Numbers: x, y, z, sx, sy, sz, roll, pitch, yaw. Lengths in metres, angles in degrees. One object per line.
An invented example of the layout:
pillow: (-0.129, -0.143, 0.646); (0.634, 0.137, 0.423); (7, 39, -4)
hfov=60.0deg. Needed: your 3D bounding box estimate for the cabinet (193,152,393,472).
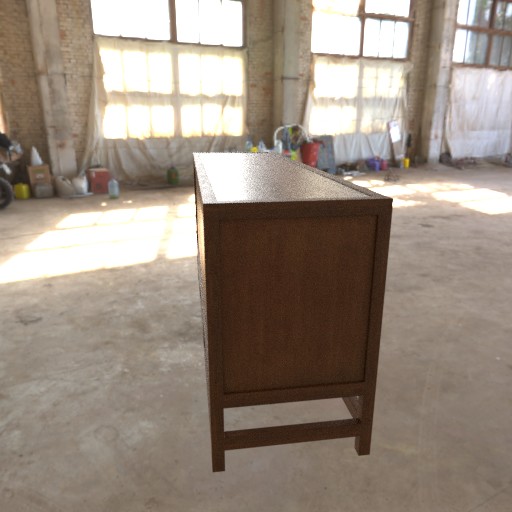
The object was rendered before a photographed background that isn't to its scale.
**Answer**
cabinet: (0.000, 0.000, 2.059); (0.522, 0.820, 1.708); (-3, 17, -8)
